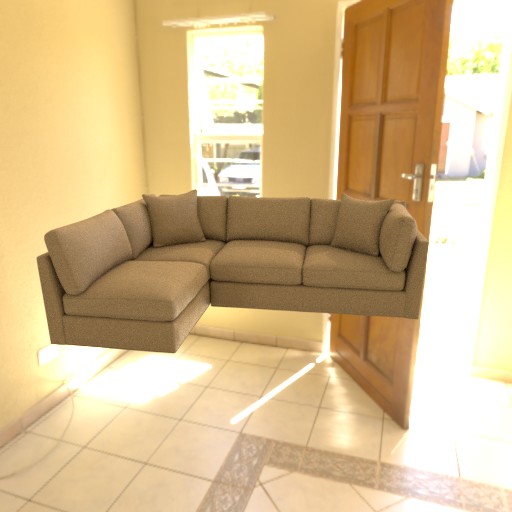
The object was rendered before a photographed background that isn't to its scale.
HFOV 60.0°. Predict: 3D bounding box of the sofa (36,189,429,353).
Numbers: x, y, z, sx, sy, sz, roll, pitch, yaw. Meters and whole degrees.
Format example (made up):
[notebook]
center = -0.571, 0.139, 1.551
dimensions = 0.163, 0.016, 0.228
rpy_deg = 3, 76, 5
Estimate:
[sofa]
center = 0.000, 0.000, 3.940
dimensions = 2.896, 0.978, 1.994
rpy_deg = 2, 16, 9
